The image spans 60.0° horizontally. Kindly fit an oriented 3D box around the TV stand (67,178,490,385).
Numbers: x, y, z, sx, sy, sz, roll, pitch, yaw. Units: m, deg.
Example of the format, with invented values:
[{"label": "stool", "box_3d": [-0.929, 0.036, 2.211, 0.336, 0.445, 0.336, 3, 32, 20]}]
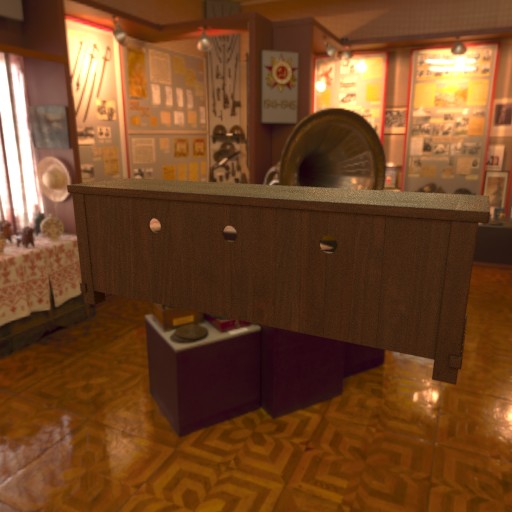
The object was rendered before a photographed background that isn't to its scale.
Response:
[{"label": "TV stand", "box_3d": [0.000, 0.000, 2.064, 1.866, 0.615, 0.471, 7, 16, 26]}]
